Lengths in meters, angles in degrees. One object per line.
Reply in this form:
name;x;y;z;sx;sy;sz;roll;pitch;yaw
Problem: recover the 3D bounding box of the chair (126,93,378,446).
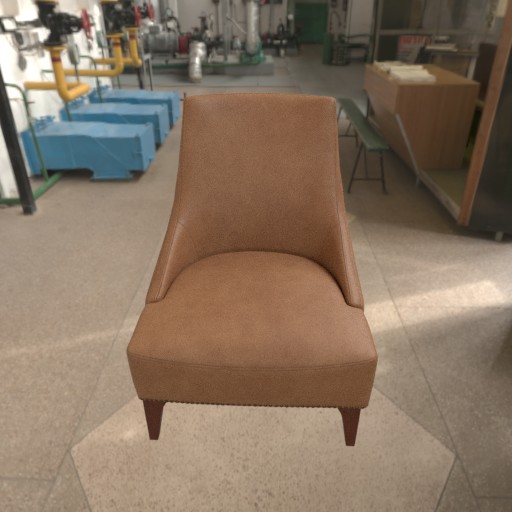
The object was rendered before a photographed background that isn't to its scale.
chair;0.000;0.000;1.502;0.701;0.909;0.861;1;31;2
